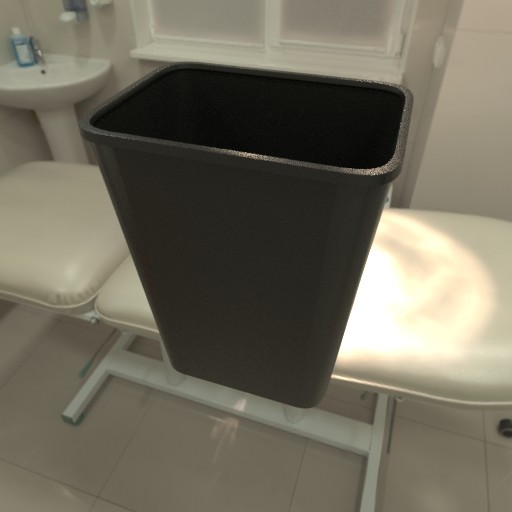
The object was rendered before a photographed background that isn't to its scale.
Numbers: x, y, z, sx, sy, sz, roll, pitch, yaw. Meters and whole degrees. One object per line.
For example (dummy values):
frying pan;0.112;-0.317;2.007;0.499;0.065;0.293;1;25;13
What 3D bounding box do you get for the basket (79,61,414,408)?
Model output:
basket;0.000;0.000;0.750;0.394;0.521;0.287;12;42;14
